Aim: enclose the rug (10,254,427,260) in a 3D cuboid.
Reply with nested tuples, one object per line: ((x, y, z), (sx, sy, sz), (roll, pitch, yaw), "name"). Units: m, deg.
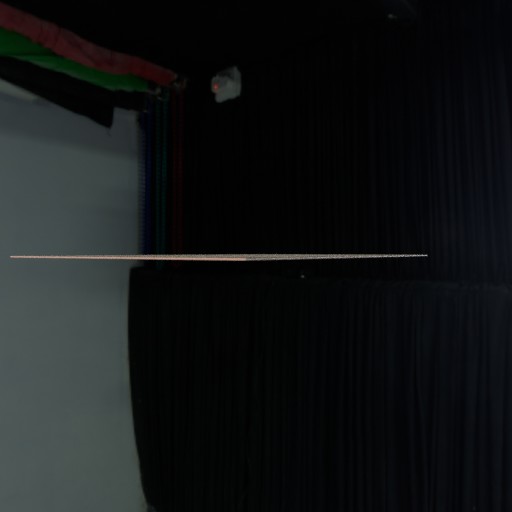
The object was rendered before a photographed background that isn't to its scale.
((0.000, 0.000, 2.237), (1.219, 0.008, 1.829), (0, 1, 35), "rug")
